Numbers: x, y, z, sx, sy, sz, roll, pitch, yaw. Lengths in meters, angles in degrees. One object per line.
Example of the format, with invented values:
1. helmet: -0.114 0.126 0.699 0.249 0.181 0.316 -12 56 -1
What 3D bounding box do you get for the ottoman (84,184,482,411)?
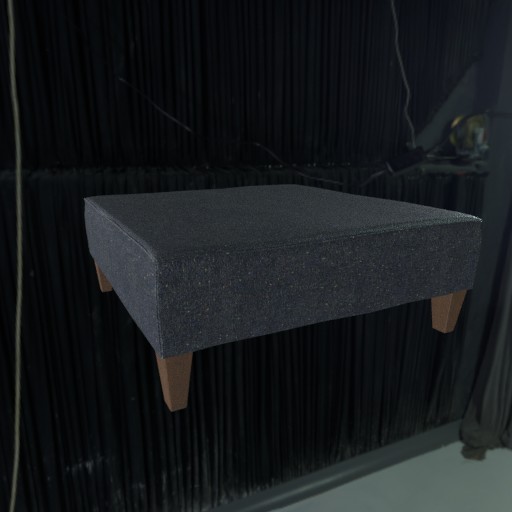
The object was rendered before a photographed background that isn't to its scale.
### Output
1. ottoman: 0.000 0.000 1.522 0.968 0.382 1.004 -8 17 -27
